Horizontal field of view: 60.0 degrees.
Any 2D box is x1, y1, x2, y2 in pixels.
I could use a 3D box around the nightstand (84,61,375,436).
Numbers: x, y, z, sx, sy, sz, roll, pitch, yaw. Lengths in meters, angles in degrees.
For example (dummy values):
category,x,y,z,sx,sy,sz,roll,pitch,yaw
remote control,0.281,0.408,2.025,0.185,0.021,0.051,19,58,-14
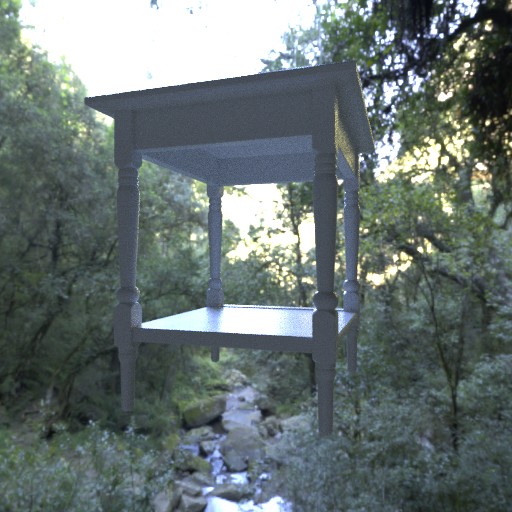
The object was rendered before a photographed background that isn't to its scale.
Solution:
category,x,y,z,sx,sy,sz,roll,pitch,yaw
nightstand,0.000,0.000,0.931,0.459,0.555,0.505,0,0,18
